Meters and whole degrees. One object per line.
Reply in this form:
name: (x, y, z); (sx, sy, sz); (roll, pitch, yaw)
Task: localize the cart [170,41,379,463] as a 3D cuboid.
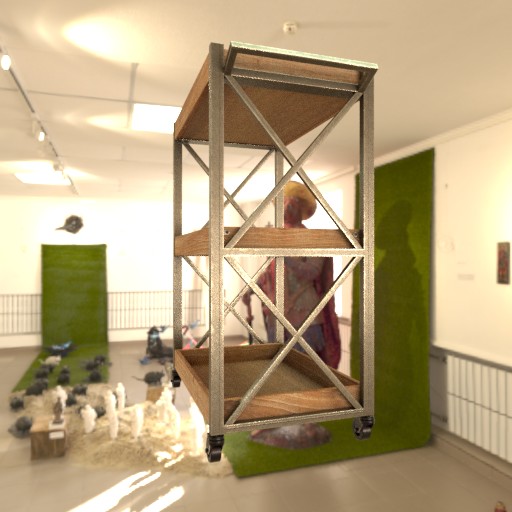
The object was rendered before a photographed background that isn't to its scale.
cart: (0.000, 0.000, 1.188); (0.377, 0.835, 0.673); (0, 0, -18)
